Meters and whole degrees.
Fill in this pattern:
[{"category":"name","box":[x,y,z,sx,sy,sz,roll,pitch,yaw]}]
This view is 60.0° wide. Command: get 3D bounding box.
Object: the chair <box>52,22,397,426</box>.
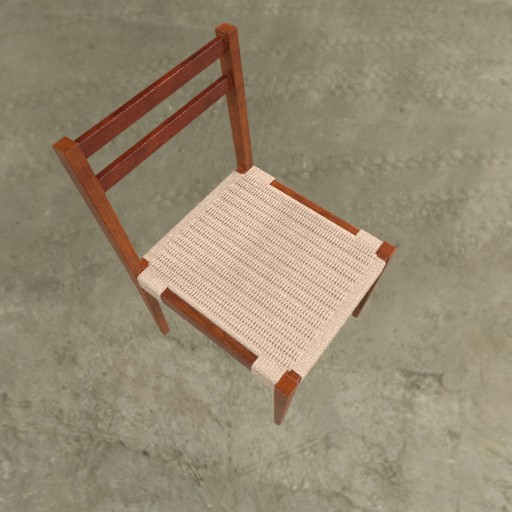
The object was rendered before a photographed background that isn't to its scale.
[{"category":"chair","box":[0.000,0.000,1.180,0.569,0.851,0.495,34,65,18]}]
